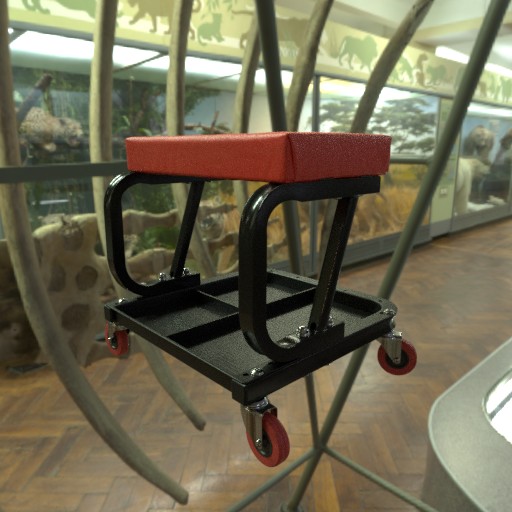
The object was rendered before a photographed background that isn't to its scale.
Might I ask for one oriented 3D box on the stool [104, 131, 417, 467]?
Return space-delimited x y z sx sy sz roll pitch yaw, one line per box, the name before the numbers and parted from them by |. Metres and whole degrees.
stool | 0.000 0.000 0.725 0.371 0.380 0.446 -12 18 -41
